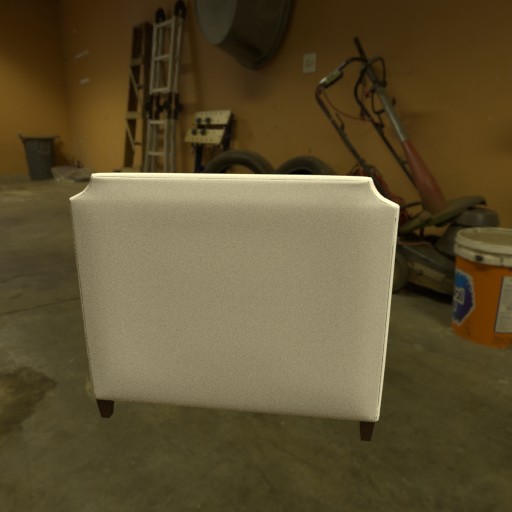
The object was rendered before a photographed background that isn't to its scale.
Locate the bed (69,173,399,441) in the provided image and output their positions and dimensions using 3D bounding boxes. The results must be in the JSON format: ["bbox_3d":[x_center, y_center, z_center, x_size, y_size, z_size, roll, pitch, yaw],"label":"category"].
[{"bbox_3d":[0.000,0.000,3.505,1.712,1.497,2.372,2,16,7],"label":"bed"}]
